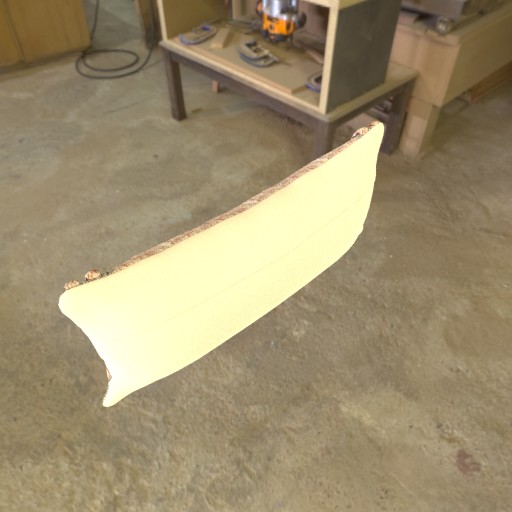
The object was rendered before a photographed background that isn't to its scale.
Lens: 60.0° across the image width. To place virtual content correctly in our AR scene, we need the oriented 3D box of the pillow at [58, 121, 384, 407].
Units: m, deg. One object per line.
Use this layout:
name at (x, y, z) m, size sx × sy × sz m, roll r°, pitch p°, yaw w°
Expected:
pillow at (0.000, 0.000, 0.752) m, size 0.635 × 0.282 × 0.139 m, roll -32°, pitch 54°, yaw -27°
